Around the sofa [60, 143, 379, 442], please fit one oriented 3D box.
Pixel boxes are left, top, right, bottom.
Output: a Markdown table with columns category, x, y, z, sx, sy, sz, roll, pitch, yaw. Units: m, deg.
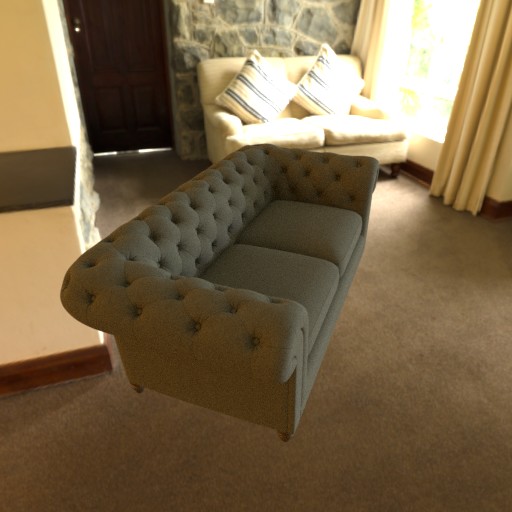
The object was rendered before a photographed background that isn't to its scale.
| category | x | y | z | sx | sy | sz | roll | pitch | yaw |
| --- | --- | --- | --- | --- | --- | --- | --- | --- | --- |
| sofa | 0.000 | 0.000 | 2.427 | 0.986 | 0.764 | 1.998 | 11 | 32 | 19 |
